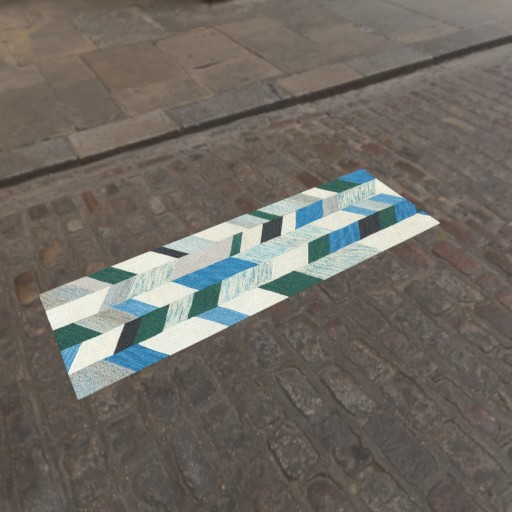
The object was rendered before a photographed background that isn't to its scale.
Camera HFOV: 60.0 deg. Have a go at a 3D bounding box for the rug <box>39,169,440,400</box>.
[{"bbox_3d":[0.000,0.000,2.752,2.437,0.008,0.774,-23,49,-22],"label":"rug"}]
